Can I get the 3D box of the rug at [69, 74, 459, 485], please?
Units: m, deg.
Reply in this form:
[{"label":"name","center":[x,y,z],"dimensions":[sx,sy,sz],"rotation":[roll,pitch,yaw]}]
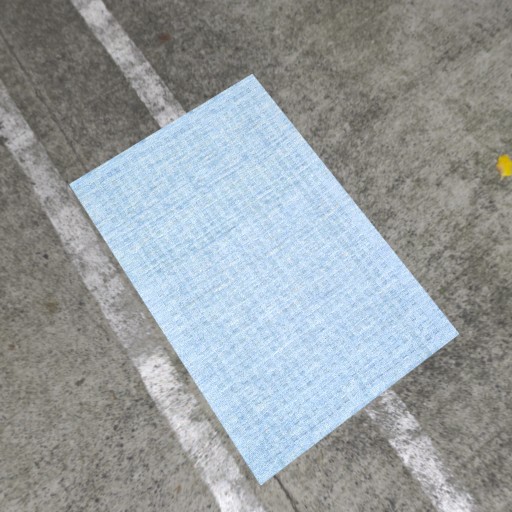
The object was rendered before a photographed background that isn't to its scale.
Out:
[{"label":"rug","center":[0.000,0.000,2.908],"dimensions":[1.522,0.006,2.286],"rotation":[-34,78,-8]}]
